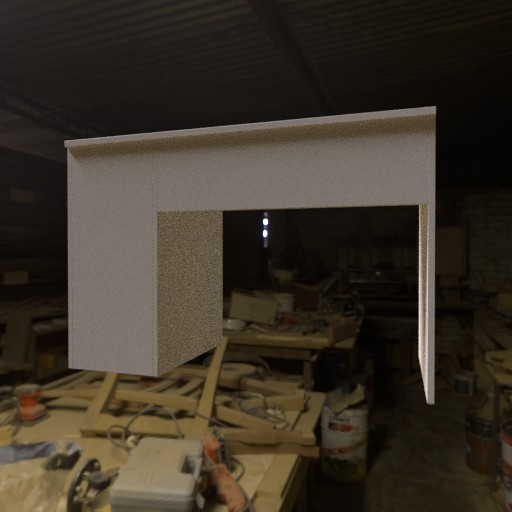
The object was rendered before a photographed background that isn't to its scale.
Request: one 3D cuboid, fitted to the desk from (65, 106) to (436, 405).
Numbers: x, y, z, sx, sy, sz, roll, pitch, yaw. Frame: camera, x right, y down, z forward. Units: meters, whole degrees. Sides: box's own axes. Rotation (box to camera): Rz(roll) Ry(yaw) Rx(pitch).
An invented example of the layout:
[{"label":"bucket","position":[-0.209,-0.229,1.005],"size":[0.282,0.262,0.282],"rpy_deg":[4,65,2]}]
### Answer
[{"label":"desk","position":[0.000,0.000,1.506],"size":[1.096,0.730,0.560],"rpy_deg":[0,1,18]}]
